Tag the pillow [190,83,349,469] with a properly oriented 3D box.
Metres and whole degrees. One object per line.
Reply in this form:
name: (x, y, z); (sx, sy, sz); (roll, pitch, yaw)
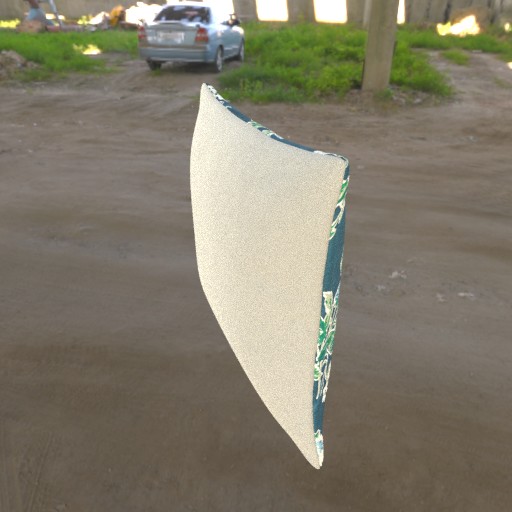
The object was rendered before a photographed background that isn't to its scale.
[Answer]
pillow: (0.000, 0.000, 0.787); (0.166, 0.508, 0.525); (-11, 32, -19)
